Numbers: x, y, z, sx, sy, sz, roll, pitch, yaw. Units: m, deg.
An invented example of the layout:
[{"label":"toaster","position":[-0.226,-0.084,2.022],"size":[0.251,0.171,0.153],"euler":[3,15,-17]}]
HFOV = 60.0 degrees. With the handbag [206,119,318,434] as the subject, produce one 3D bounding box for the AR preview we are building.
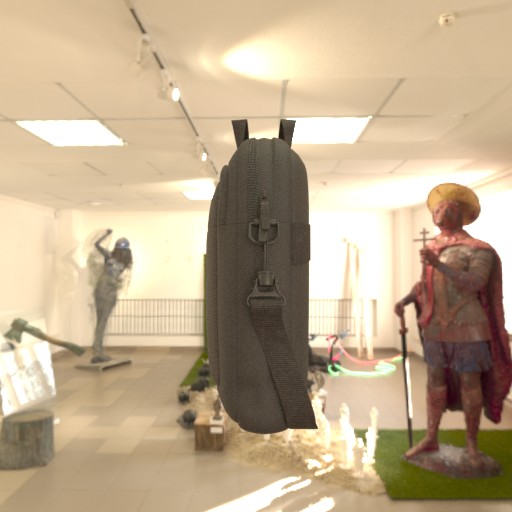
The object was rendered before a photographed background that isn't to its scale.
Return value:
[{"label":"handbag","position":[0.000,0.000,0.429],"size":[0.089,0.244,0.320],"euler":[0,-1,1]}]
